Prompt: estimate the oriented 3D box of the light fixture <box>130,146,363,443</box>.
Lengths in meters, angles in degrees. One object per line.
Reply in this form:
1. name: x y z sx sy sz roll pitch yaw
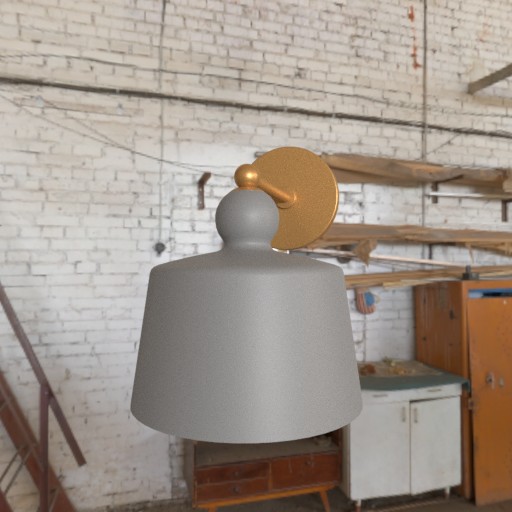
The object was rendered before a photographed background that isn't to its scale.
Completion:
1. light fixture: 0.000 0.000 0.427 0.204 0.268 0.254 0 -1 18
